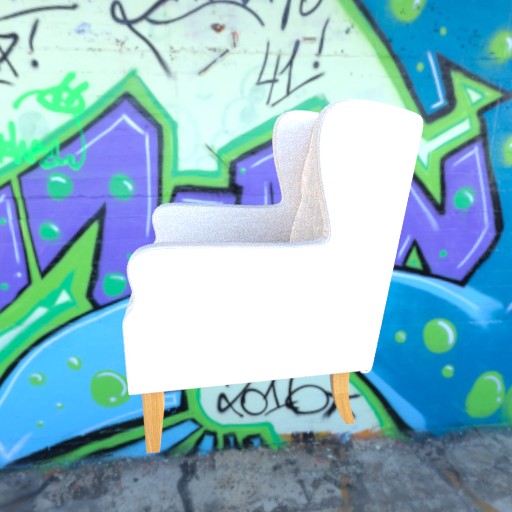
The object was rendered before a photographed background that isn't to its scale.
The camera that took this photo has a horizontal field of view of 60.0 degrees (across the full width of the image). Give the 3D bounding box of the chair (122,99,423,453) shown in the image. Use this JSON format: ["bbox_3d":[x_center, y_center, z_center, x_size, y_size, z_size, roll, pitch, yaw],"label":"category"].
[{"bbox_3d":[0.000,0.000,1.446,0.760,0.930,0.710,-2,16,-7],"label":"chair"}]
